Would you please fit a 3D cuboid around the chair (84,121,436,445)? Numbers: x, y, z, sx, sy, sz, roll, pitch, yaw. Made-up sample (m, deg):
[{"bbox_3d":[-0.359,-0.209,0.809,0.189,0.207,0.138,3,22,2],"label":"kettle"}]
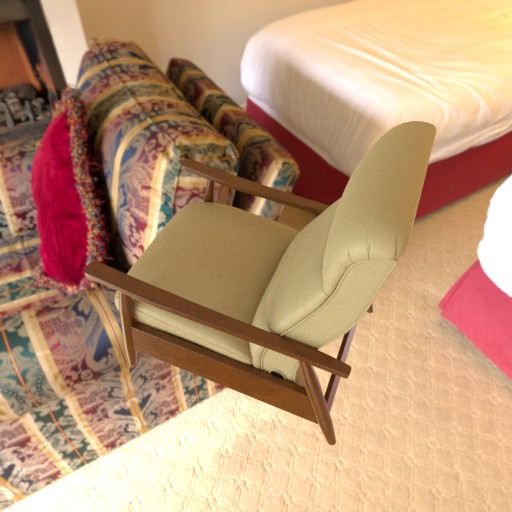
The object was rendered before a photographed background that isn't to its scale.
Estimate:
[{"bbox_3d":[0.000,0.000,1.730,1.014,1.082,0.762,17,48,15],"label":"chair"}]
